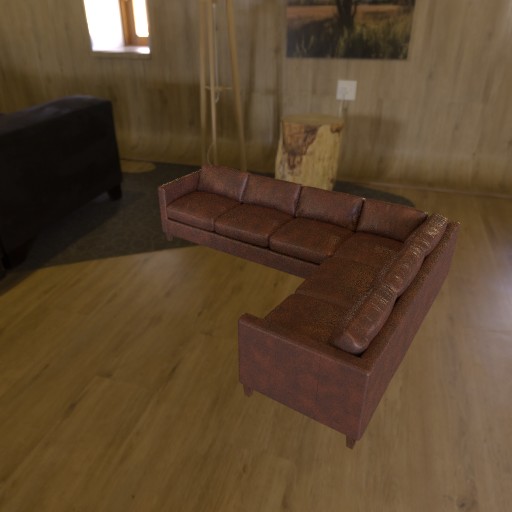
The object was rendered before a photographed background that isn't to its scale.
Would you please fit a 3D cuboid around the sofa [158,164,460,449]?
[{"bbox_3d":[0.000,0.000,4.274,3.152,0.836,2.438,18,34,29],"label":"sofa"}]
